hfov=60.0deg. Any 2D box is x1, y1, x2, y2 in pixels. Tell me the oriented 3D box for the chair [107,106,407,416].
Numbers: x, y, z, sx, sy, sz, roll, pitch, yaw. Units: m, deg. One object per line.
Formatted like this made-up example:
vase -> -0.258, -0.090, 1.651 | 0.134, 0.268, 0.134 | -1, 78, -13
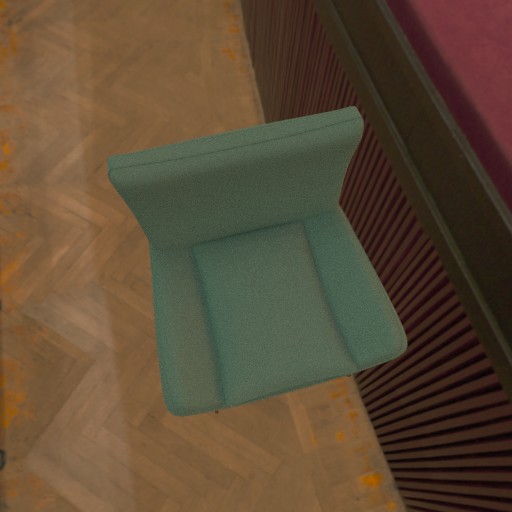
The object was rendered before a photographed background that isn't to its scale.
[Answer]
chair -> 0.000, 0.000, 1.696 | 0.859, 0.855, 1.008 | -13, 65, -6
